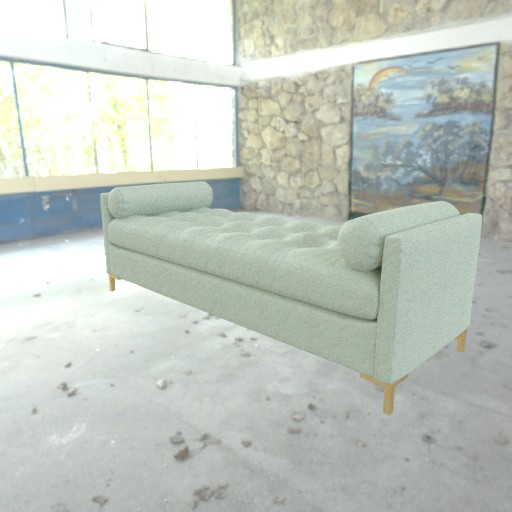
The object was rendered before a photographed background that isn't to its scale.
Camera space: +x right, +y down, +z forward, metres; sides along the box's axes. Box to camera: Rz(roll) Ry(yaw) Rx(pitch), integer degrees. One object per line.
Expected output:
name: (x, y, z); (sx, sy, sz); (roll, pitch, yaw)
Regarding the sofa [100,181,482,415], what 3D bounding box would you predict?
sofa: (0.000, 0.000, 2.473); (2.102, 0.705, 0.796); (13, 19, 43)
